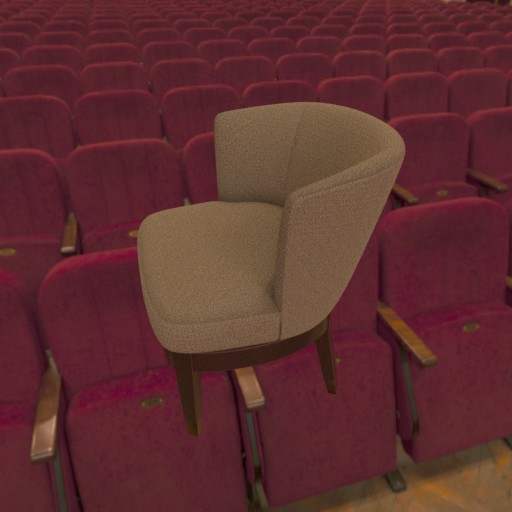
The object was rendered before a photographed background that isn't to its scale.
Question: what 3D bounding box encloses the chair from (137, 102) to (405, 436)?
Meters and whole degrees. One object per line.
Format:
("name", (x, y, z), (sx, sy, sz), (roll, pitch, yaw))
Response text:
("chair", (0.000, 0.000, 1.289), (0.660, 0.760, 0.700), (-8, 31, -14))
